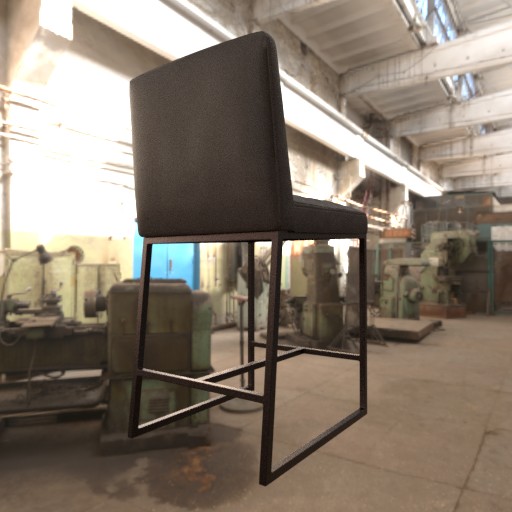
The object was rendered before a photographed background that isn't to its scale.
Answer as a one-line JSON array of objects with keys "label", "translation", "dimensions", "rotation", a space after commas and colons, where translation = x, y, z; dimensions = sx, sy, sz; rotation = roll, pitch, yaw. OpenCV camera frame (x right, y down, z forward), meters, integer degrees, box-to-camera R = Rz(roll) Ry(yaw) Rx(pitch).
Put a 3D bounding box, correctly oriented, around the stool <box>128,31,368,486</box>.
[{"label": "stool", "translation": [0.000, 0.000, 1.250], "dimensions": [0.463, 0.946, 0.562], "rotation": [-1, -1, 36]}]
